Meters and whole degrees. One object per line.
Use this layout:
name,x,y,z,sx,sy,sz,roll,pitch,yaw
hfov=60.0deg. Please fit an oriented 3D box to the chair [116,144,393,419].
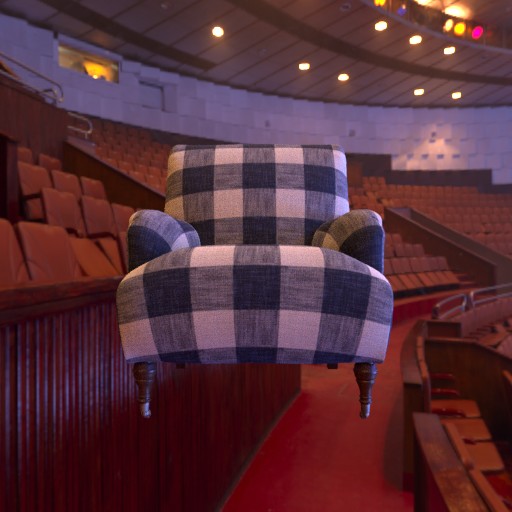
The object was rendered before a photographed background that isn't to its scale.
chair,0.000,0.000,1.589,0.781,0.953,0.848,0,0,1
